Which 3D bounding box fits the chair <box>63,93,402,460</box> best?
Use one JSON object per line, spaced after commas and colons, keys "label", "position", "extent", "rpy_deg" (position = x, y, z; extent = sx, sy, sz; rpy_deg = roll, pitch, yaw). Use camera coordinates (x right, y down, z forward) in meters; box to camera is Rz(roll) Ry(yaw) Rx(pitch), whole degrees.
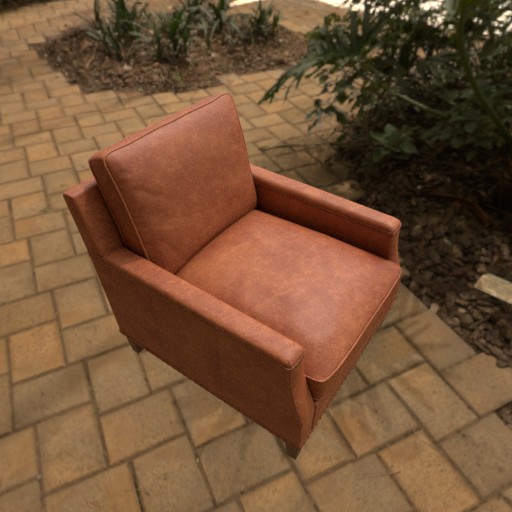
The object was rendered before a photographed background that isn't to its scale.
{"label": "chair", "position": [0.000, 0.000, 1.745], "extent": [1.014, 0.943, 0.853], "rpy_deg": [25, 47, 26]}
